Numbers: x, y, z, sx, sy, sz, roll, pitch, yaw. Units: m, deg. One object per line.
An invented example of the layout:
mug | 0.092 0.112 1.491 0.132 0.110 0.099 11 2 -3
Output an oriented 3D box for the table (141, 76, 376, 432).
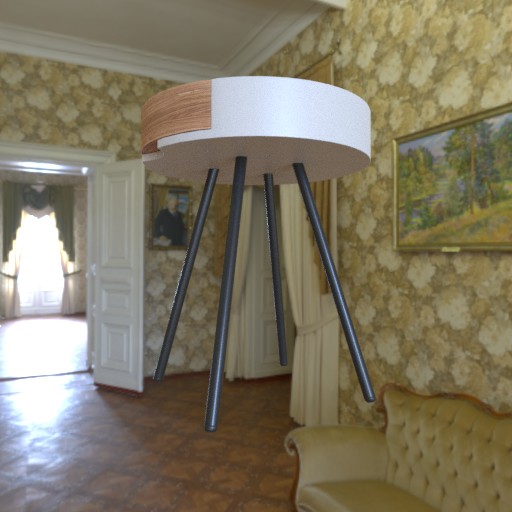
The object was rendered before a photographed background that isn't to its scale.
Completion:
table | 0.000 0.000 0.863 0.450 0.525 0.450 0 0 0
